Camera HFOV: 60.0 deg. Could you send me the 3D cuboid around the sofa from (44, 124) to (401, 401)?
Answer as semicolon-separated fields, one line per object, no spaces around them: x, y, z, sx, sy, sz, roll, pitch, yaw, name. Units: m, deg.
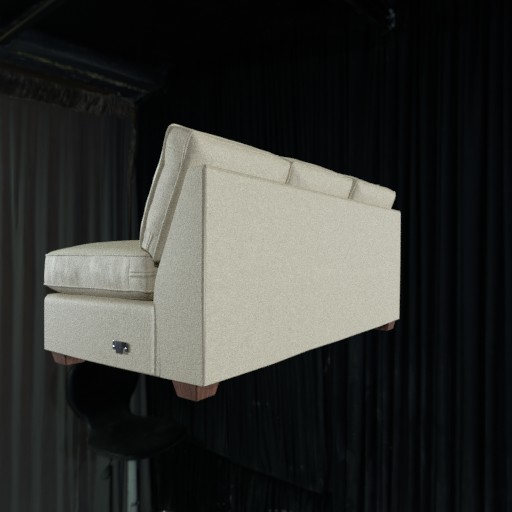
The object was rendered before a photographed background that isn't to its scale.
0.000;0.000;2.499;1.027;0.973;1.962;0;0;36;sofa
